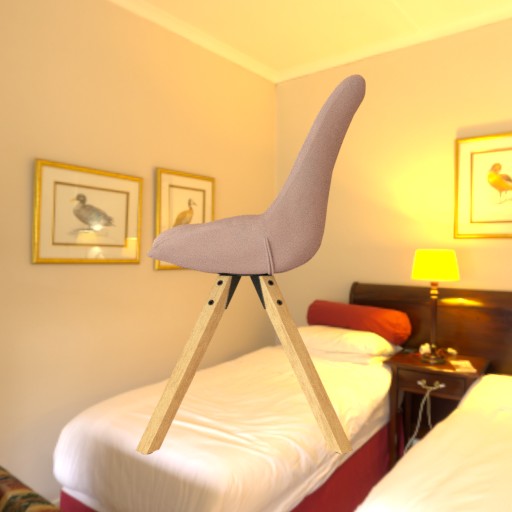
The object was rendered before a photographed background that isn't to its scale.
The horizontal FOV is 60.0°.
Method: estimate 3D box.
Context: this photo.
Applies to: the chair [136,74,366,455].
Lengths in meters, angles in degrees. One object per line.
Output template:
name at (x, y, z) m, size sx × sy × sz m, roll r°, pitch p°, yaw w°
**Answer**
chair at (0.000, 0.000, 1.157) m, size 0.550 × 0.850 × 0.485 m, roll 0°, pitch 1°, yaw 0°
